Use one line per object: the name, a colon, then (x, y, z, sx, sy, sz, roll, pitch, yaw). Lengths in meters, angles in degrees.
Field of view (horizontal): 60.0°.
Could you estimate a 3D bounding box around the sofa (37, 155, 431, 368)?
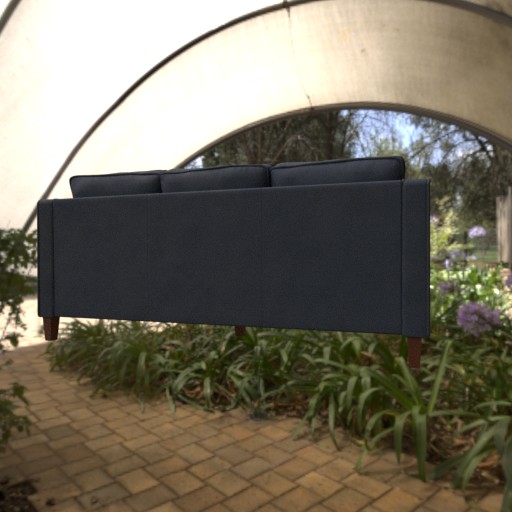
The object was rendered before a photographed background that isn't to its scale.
sofa: (0.000, 0.000, 3.269, 2.317, 1.066, 1.858, 0, 0, 19)
